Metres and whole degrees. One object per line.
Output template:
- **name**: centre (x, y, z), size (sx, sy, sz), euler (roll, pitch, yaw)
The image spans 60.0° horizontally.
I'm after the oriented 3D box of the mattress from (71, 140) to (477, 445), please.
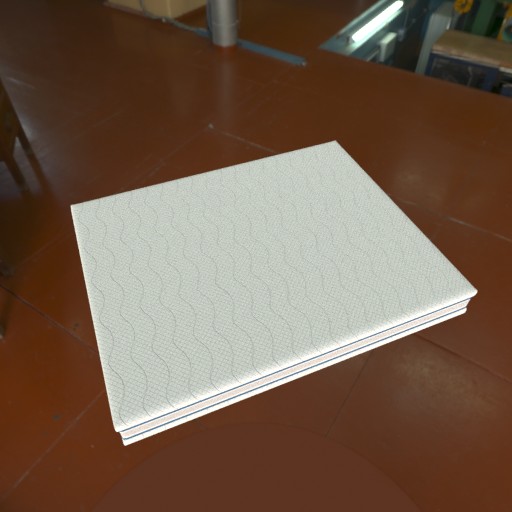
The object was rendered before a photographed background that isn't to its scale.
- **mattress**: centre (0.000, 0.000, 2.767), size (2.000, 0.230, 1.600), euler (-17, 50, -15)
